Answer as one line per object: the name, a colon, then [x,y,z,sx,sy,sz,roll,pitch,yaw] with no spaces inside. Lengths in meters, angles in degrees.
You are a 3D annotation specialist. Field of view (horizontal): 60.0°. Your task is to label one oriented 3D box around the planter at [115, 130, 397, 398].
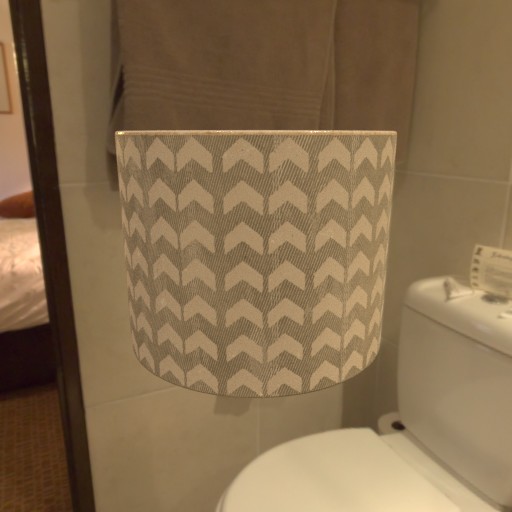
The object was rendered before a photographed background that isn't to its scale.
planter: [0.000,0.000,0.442,0.250,0.239,0.250,0,15,0]
